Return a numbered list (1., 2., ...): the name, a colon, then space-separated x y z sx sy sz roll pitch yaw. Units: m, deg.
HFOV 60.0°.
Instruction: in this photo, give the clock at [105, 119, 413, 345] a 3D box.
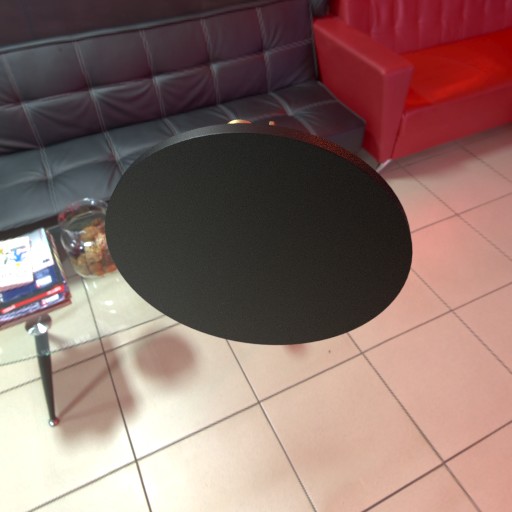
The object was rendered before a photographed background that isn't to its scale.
1. clock: 0.000 0.000 0.682 0.454 0.454 0.038 5 48 4
